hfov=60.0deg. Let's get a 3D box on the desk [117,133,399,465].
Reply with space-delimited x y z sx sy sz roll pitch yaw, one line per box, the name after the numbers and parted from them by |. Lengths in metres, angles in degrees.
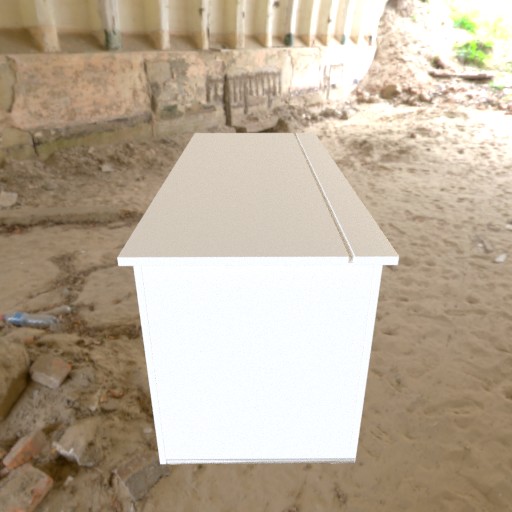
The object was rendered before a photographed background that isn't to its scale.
0.000 0.000 1.928 0.670 0.760 1.580 0 26 0 | desk
